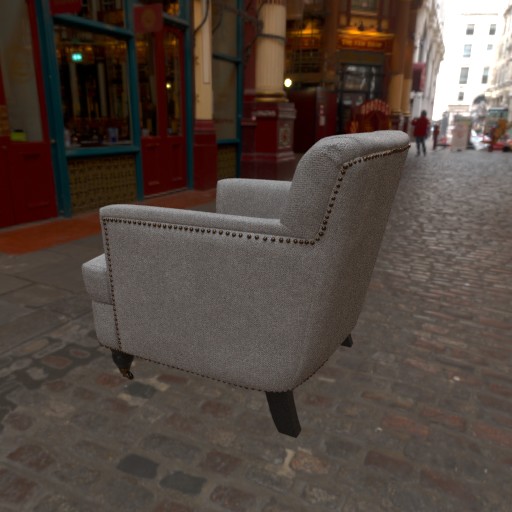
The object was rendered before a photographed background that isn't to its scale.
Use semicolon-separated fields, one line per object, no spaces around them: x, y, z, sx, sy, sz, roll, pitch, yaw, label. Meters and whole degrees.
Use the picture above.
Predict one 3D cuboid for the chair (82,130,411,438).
0.000;0.000;1.505;0.902;0.823;0.737;8;19;25;chair
